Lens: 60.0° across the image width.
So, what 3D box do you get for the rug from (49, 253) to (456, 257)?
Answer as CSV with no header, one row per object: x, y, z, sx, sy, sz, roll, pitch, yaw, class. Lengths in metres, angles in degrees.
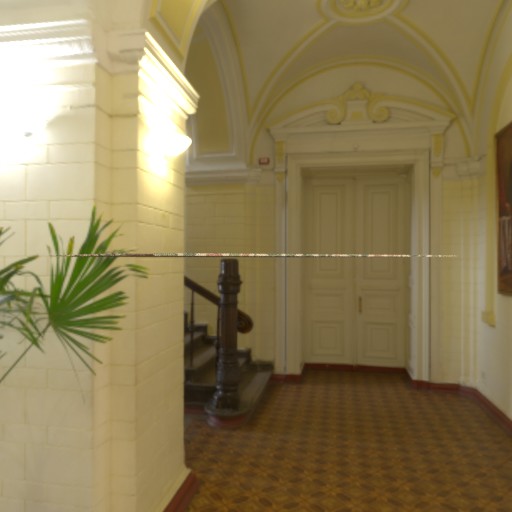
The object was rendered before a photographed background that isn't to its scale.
0.000,0.000,2.350,1.829,0.010,1.219,0,0,-35,rug
